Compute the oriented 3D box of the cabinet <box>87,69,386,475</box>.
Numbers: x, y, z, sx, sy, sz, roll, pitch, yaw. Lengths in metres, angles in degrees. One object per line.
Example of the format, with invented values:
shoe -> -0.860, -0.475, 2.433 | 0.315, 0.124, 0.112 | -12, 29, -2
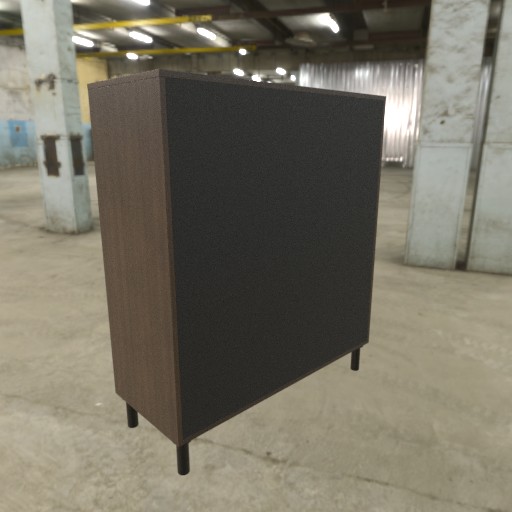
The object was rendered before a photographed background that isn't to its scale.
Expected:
cabinet -> 0.000, 0.000, 1.667 | 1.010, 1.170, 0.400 | -14, 20, -42
